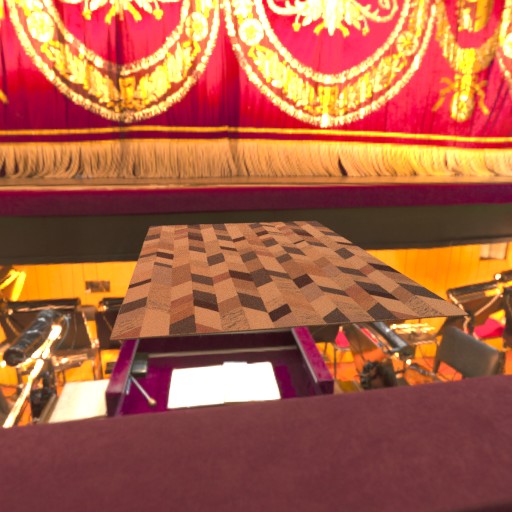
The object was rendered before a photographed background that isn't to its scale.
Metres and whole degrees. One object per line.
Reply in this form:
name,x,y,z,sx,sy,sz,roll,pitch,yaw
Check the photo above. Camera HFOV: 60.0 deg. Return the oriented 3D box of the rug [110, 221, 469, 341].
rug,0.000,0.000,2.302,1.202,0.006,1.813,-2,15,-9
